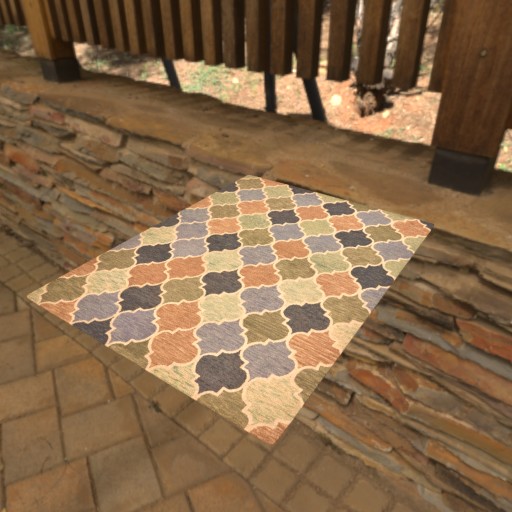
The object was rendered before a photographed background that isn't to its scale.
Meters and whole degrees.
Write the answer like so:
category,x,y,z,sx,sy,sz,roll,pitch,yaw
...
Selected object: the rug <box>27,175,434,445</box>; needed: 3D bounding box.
category,x,y,z,sx,sy,sz,roll,pitch,yaw
rug,0.000,0.000,4.201,2.439,0.013,3.200,20,38,29
